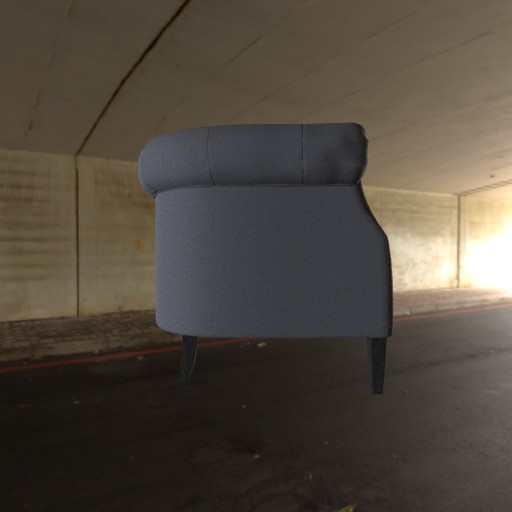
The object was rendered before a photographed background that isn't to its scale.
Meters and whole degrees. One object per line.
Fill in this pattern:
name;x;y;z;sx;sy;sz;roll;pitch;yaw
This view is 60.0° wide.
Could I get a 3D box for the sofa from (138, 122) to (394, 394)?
sofa;0.000;0.000;2.028;0.835;0.827;1.558;0;1;-1
